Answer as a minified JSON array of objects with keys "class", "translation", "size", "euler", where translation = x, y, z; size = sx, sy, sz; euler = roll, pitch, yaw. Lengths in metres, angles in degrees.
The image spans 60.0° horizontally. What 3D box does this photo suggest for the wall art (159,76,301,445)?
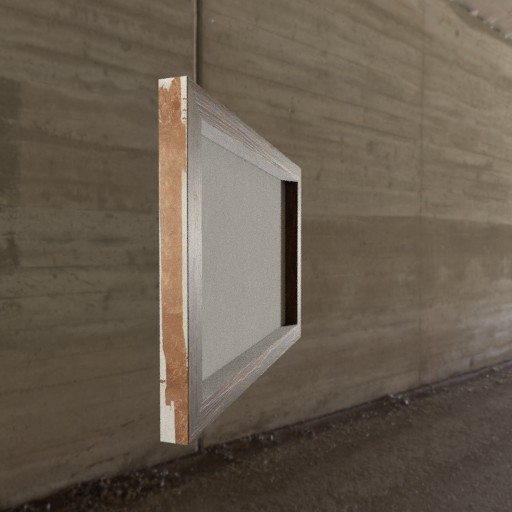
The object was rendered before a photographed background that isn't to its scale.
[{"class":"wall art","translation":[0.000,0.000,0.781],"size":[0.035,0.405,0.609],"euler":[0,1,17]}]
